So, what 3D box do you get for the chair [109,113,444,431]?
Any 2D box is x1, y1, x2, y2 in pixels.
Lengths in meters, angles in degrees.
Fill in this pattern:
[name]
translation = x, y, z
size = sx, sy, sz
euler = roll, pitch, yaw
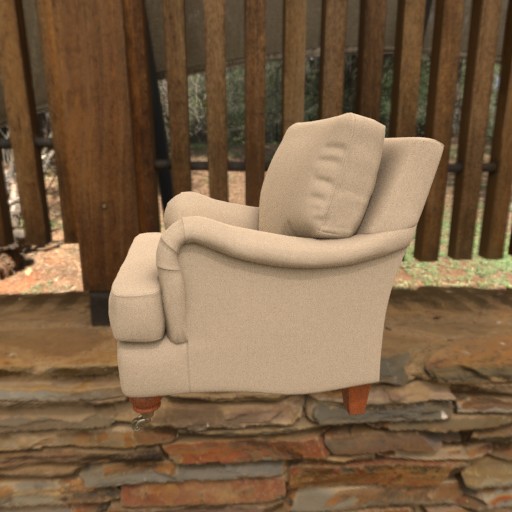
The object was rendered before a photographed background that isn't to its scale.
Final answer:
[chair]
translation = 0.000, 0.000, 1.808
size = 1.078, 1.076, 0.895
euler = -2, 14, -9
